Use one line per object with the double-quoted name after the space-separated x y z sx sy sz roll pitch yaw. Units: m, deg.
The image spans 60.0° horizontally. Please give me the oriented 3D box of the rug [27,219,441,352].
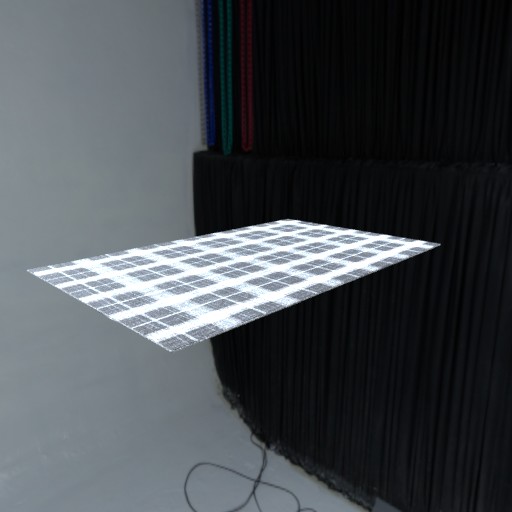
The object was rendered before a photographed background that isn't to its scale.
0.000 0.000 3.006 1.520 0.015 2.434 14 21 43 "rug"
